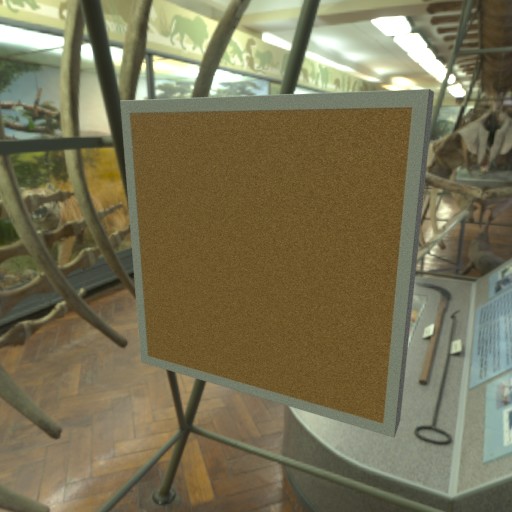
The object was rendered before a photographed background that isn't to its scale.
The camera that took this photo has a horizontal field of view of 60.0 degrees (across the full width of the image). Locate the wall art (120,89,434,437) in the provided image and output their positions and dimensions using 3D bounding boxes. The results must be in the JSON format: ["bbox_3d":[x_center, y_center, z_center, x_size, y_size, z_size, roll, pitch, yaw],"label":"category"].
[{"bbox_3d":[0.000,0.000,0.600,0.406,0.406,0.038,8,18,26],"label":"wall art"}]
